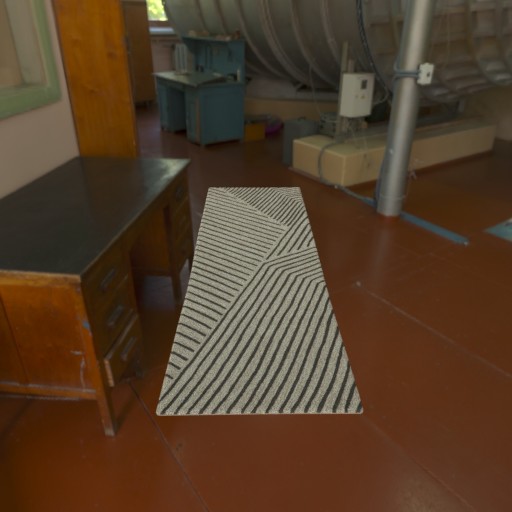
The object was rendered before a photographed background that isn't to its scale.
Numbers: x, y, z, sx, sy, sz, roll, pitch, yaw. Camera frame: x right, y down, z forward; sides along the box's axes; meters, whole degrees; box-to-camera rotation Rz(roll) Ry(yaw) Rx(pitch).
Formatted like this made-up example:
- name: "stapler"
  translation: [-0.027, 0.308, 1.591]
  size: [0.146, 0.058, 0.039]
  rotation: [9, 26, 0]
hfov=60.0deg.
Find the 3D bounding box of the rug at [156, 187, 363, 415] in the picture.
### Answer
- name: "rug"
  translation: [0.000, 0.000, 2.706]
  size: [0.773, 0.020, 2.439]
  rotation: [0, 29, -1]
